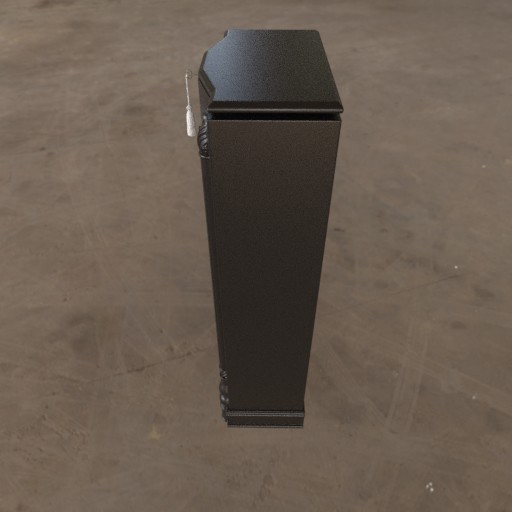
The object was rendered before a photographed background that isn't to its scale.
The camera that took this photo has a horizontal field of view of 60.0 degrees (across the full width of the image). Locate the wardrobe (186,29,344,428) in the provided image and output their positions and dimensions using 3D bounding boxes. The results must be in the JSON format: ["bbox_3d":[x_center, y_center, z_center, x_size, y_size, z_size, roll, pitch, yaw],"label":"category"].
[{"bbox_3d":[0.000,0.000,1.187,0.295,1.011,0.444,1,42,1],"label":"wardrobe"}]
